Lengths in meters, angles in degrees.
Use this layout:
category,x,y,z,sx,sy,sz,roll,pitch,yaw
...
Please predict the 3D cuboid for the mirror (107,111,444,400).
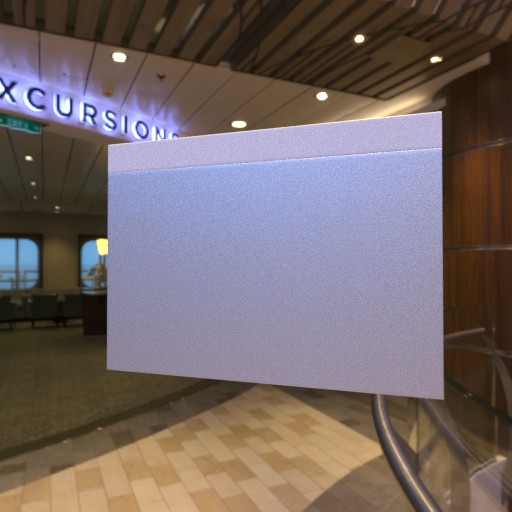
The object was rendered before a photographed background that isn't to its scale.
category,x,y,z,sx,sy,sz,roll,pitch,yaw
mirror,0.000,0.000,1.120,0.870,0.630,0.030,0,-1,19
